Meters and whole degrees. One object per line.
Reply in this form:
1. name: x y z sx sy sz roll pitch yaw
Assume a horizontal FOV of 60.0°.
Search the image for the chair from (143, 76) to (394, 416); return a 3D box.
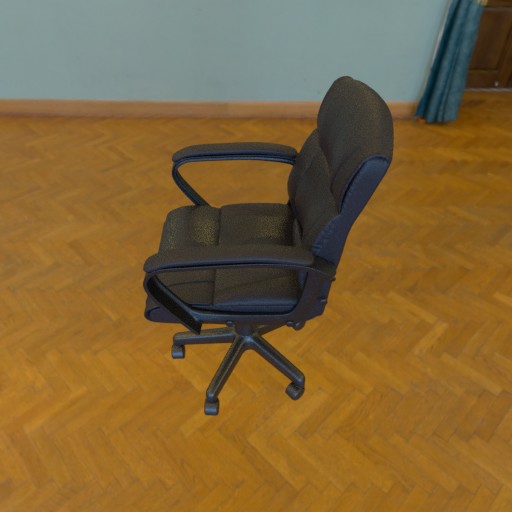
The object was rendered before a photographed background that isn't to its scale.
1. chair: 0.000 0.000 1.387 0.641 0.998 0.576 0 42 0
